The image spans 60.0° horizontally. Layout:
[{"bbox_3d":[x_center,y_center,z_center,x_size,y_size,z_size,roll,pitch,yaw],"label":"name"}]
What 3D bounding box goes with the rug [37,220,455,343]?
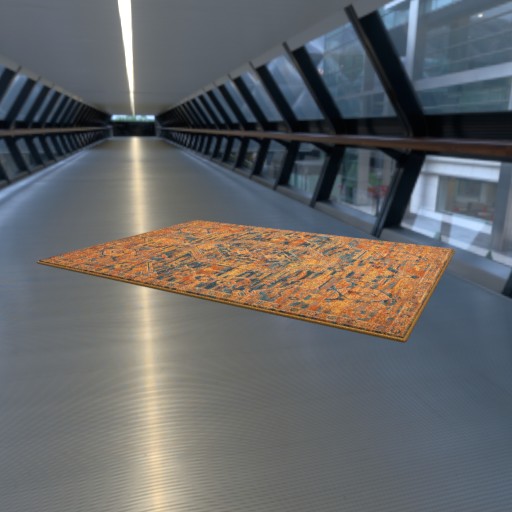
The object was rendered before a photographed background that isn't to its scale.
[{"bbox_3d":[0.000,0.000,2.860,2.204,0.024,1.588,8,17,29],"label":"rug"}]
